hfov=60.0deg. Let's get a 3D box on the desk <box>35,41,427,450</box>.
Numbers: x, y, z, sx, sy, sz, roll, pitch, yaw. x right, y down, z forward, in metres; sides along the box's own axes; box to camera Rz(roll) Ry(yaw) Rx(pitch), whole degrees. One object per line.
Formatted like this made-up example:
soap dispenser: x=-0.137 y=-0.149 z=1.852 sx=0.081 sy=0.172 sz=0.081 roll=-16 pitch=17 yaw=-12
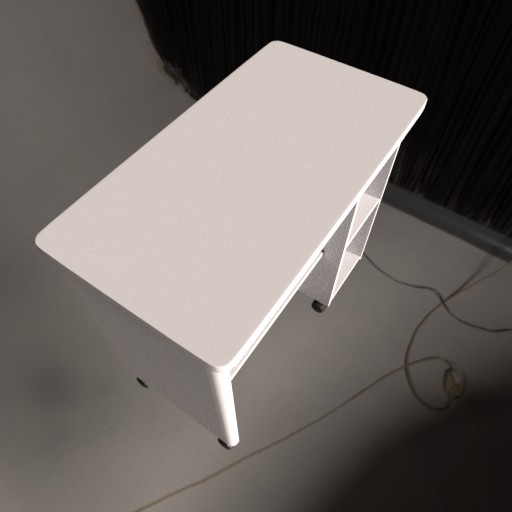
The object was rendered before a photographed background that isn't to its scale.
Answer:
desk: x=0.000 y=0.000 z=1.302 sx=0.475 sy=0.763 sz=0.877 roll=29 pitch=60 yaw=19
